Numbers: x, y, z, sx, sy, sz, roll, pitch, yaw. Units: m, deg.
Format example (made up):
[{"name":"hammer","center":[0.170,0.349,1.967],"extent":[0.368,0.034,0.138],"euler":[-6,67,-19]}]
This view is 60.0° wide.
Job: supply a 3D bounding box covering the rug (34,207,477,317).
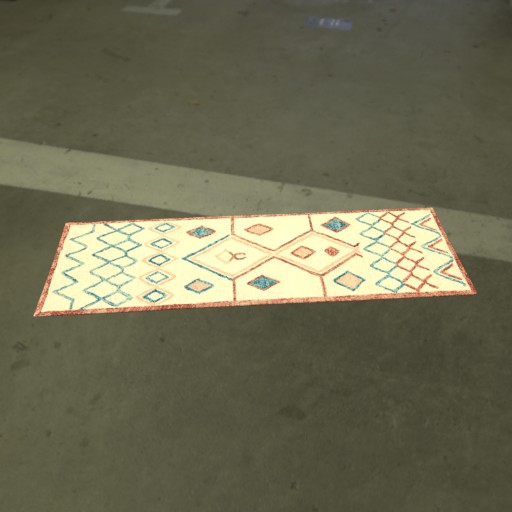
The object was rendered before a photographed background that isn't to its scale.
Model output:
[{"name":"rug","center":[0.000,0.000,2.683],"extent":[2.435,0.011,0.750],"euler":[-3,46,-3]}]
